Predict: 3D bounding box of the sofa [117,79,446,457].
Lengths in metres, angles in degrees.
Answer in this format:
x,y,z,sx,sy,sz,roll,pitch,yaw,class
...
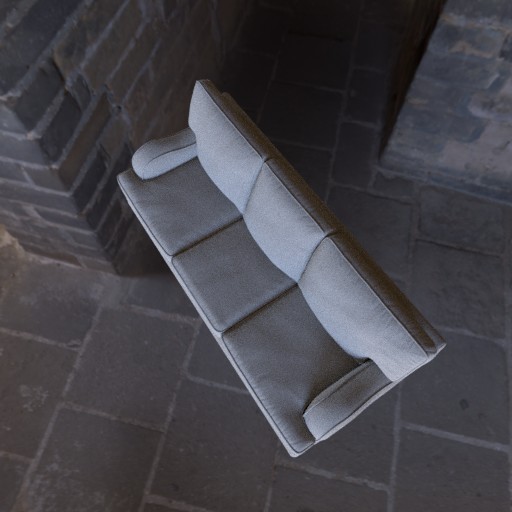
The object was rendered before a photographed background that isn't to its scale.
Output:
x,y,z,sx,sy,sz,roll,pitch,yaw,class
0.000,0.000,2.968,1.016,0.997,2.323,-31,67,-14,sofa
